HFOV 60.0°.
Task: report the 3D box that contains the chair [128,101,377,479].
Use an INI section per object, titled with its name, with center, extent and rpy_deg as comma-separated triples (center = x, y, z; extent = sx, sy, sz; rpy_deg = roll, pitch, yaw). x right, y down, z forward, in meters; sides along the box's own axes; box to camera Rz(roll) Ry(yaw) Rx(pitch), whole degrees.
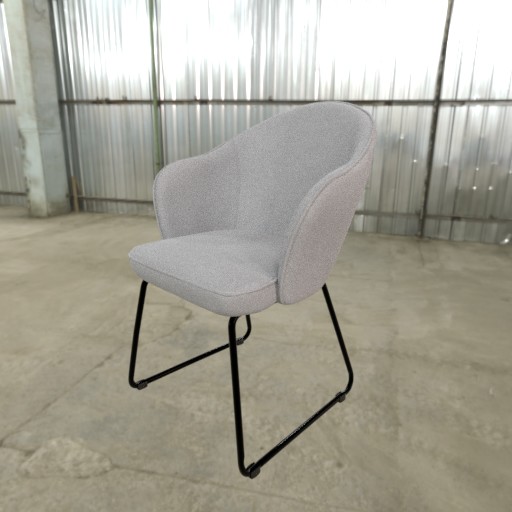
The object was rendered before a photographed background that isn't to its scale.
[chair]
center = 0.000, 0.000, 1.210
extent = 0.570, 0.817, 0.592
rpy_deg = 16, 23, 42
